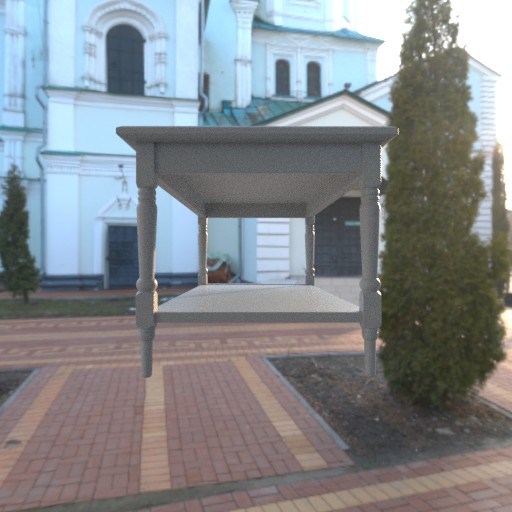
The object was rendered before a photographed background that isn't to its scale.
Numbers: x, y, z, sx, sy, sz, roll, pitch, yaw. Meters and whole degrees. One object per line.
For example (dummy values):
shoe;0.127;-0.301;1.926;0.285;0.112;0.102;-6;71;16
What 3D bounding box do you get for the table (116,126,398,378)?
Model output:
table;0.000;0.000;1.416;0.551;0.506;1.109;0;0;0
